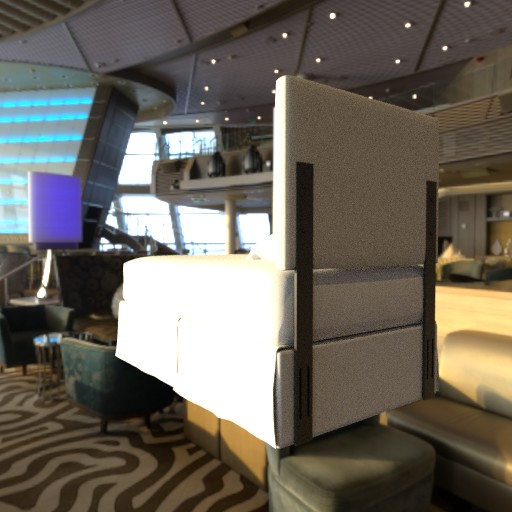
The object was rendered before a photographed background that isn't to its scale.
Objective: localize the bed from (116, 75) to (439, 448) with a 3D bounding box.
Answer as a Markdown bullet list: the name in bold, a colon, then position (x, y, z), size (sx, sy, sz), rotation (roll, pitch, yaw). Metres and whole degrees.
- **bed**: position (0.000, 0.000, 2.965), size (1.261, 1.571, 1.997), rotation (-1, 2, -36)
